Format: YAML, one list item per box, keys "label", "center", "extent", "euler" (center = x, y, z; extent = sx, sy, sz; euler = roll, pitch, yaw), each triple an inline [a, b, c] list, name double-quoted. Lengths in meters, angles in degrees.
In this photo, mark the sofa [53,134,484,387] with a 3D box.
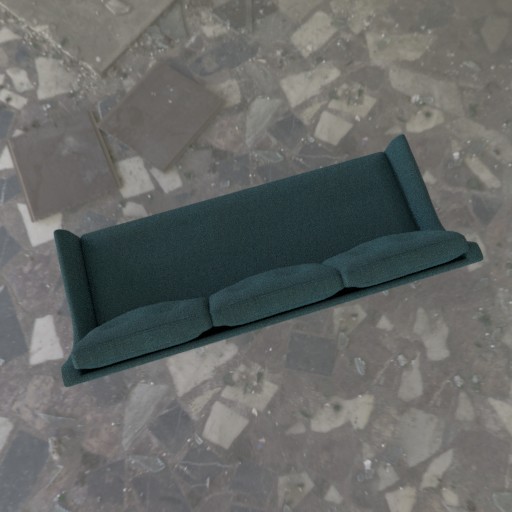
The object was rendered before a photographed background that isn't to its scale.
- label: "sofa"
  center: [0.000, 0.000, 2.465]
  extent: [2.060, 0.837, 0.849]
  euler: [-16, 75, -5]
